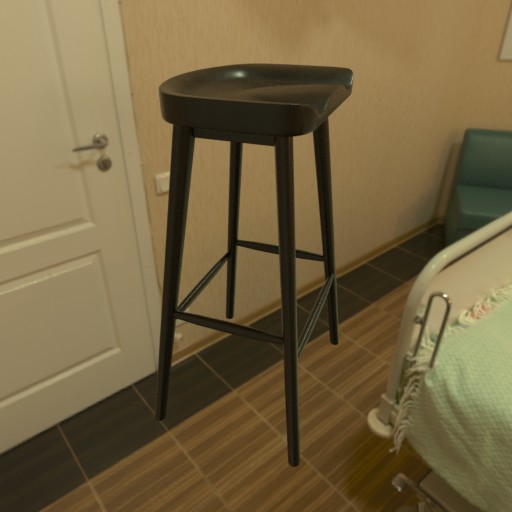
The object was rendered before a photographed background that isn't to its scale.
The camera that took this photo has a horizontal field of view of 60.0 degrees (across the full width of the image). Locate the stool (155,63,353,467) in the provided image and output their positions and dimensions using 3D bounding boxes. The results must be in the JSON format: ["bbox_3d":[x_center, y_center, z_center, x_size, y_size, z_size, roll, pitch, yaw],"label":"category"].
[{"bbox_3d":[0.000,0.000,0.994,0.361,0.749,0.440,11,32,18],"label":"stool"}]
